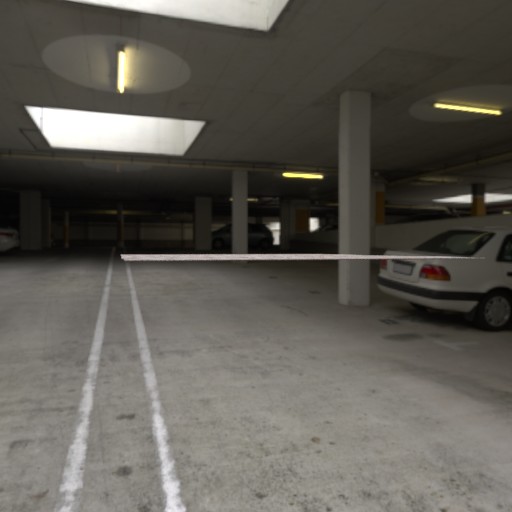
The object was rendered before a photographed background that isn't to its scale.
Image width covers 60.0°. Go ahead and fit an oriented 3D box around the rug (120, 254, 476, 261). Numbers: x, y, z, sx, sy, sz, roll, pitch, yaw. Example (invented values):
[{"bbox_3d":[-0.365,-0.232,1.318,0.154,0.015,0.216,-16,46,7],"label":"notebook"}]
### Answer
[{"bbox_3d":[0.000,0.000,4.051,2.371,0.012,3.000,0,1,-17],"label":"rug"}]
